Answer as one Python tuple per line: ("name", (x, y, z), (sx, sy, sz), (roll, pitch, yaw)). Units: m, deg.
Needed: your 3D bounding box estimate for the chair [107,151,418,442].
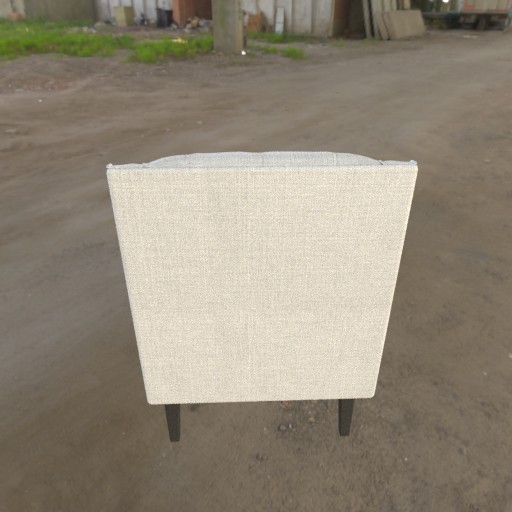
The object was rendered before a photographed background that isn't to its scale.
("chair", (0.000, 0.000, 1.432), (0.658, 0.891, 0.772), (-1, 31, -2))
